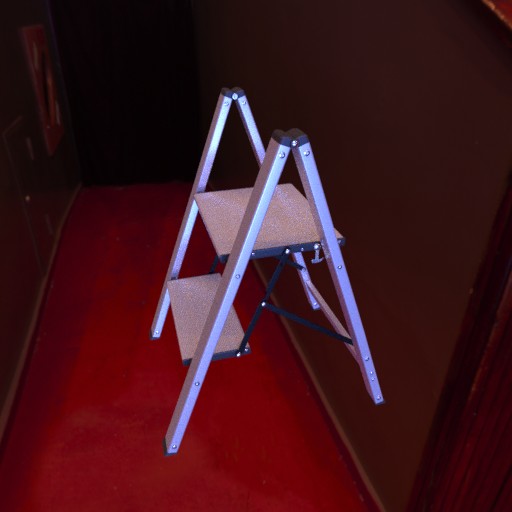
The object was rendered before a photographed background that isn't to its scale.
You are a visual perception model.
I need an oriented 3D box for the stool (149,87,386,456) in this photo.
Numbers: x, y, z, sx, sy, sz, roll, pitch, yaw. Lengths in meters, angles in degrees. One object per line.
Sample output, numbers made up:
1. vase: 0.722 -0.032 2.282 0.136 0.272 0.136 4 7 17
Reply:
1. stool: 0.000 0.000 1.026 0.535 0.670 0.440 -8 31 -14
